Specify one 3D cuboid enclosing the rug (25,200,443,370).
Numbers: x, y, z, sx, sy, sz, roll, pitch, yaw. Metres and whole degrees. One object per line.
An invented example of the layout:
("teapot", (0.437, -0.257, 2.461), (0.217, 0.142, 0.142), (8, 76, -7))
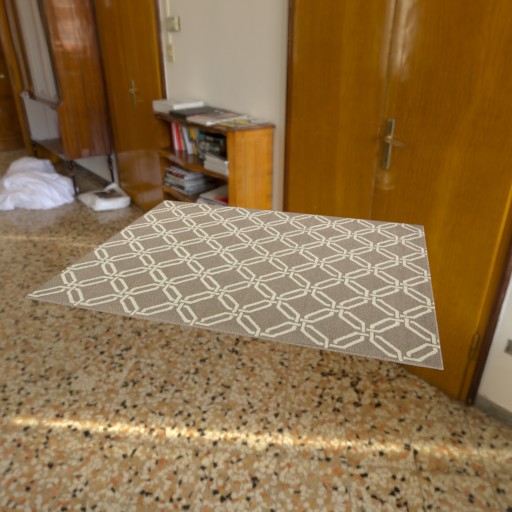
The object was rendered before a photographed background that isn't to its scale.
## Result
("rug", (0.000, 0.000, 3.893), (2.895, 0.018, 2.288), (7, 27, 14))
